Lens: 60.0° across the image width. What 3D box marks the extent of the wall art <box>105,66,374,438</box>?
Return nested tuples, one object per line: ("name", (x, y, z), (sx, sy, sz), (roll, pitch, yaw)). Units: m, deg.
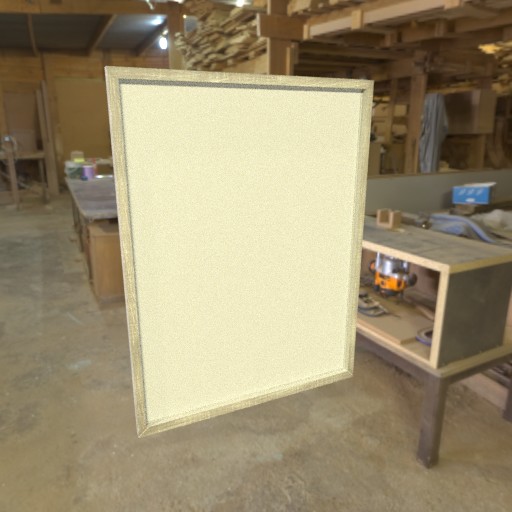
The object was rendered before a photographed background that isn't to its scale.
("wall art", (0.000, 0.000, 1.342), (0.781, 1.022, 0.035), (-8, 18, -25))
